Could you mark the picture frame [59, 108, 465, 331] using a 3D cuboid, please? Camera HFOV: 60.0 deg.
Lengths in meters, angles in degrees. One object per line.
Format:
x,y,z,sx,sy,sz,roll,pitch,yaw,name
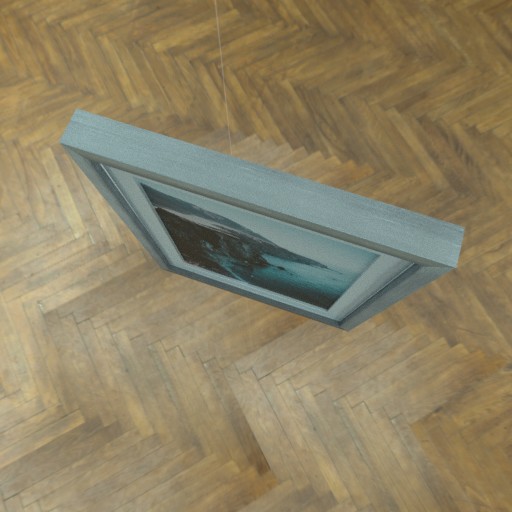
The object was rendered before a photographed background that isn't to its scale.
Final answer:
0.000,0.000,0.746,0.449,0.555,0.046,18,74,5,picture frame
